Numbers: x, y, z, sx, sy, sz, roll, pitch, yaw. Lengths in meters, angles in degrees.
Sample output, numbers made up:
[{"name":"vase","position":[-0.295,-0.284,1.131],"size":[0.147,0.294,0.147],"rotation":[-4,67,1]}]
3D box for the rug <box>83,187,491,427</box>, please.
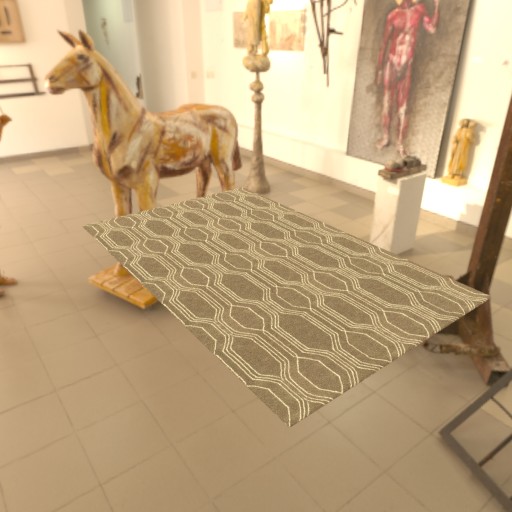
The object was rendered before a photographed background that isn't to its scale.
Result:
[{"name":"rug","position":[0.000,0.000,3.006],"size":[1.541,0.012,2.457],"rotation":[-19,33,-33]}]
